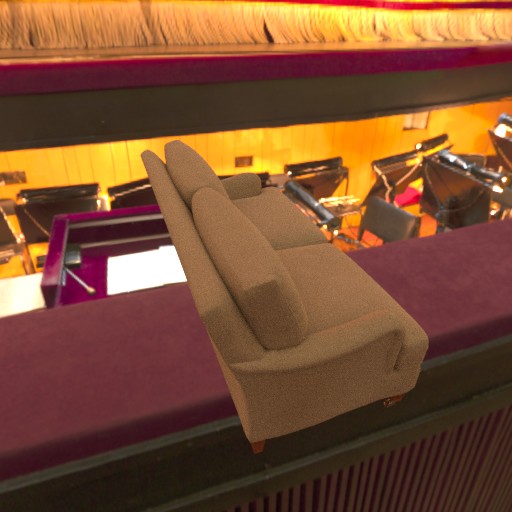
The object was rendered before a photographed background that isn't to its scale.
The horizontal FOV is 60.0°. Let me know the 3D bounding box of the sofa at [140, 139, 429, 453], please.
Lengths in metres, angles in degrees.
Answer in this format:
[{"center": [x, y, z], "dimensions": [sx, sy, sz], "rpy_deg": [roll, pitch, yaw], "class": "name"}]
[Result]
[{"center": [0.000, 0.000, 2.729], "dimensions": [1.091, 0.997, 2.070], "rpy_deg": [-10, 32, -16], "class": "sofa"}]
